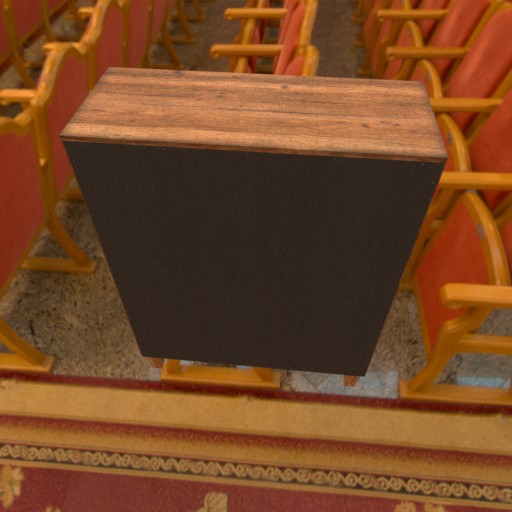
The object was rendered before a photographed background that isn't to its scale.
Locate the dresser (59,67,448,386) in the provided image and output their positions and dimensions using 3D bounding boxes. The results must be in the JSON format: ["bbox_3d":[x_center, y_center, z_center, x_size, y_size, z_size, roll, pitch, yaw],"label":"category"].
[{"bbox_3d":[0.000,0.000,1.855,1.067,1.359,0.438,4,48,4],"label":"dresser"}]
